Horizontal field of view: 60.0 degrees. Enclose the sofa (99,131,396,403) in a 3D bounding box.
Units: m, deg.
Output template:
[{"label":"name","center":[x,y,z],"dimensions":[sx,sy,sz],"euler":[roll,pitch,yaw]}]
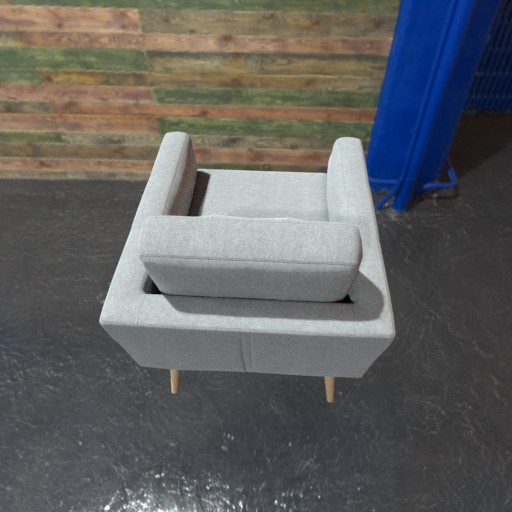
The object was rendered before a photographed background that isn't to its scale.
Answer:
[{"label":"sofa","center":[0.000,0.000,1.559],"dimensions":[0.770,0.860,0.920],"euler":[2,47,2]}]
